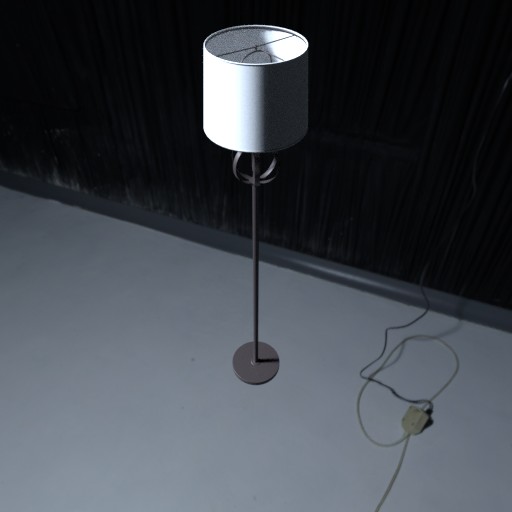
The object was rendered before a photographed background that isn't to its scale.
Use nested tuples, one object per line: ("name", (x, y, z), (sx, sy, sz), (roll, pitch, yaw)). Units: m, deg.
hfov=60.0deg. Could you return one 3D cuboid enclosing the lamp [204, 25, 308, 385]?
("lamp", (0.000, 0.000, 1.591), (0.286, 1.462, 0.286), (18, 48, 17))
